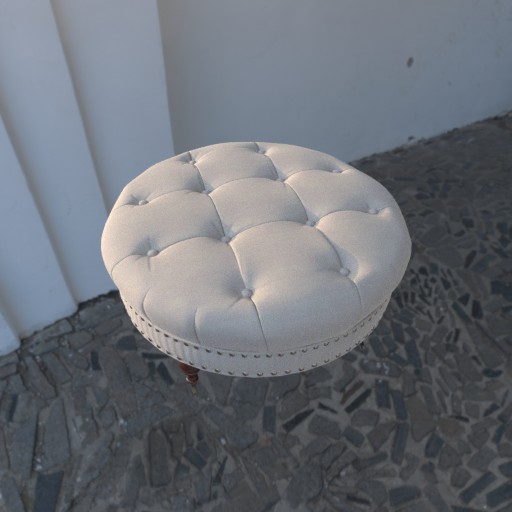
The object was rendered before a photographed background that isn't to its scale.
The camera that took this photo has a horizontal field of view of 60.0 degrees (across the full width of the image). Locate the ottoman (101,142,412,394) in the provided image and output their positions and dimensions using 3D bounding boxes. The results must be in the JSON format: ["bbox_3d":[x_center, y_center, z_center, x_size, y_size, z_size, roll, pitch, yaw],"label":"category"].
[{"bbox_3d":[0.000,0.000,1.406,0.901,0.439,0.901,0,40,0],"label":"ottoman"}]
